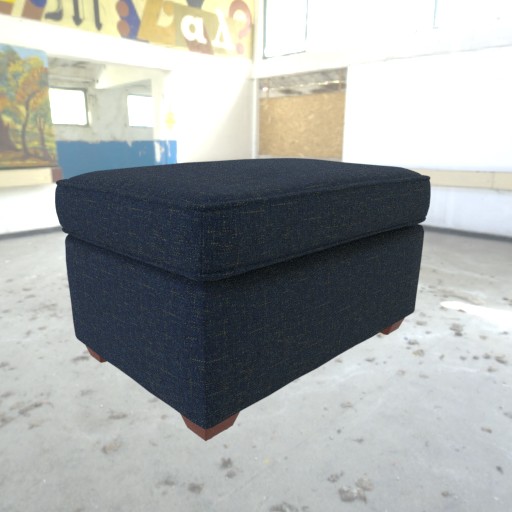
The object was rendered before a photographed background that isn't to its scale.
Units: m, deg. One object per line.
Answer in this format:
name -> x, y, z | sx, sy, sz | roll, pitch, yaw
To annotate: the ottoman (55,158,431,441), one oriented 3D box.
ottoman -> 0.000, 0.000, 1.065 | 0.749, 0.450, 0.549 | -14, 20, -43
